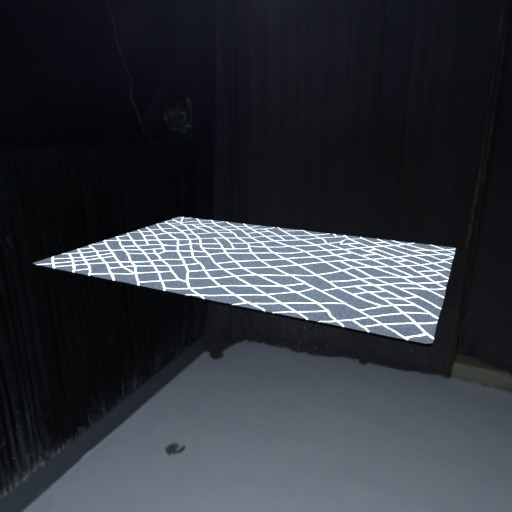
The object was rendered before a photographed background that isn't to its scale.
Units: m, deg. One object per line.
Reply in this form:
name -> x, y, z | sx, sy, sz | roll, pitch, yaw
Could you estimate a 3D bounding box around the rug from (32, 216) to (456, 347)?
rug -> 0.000, 0.000, 2.278 | 1.830, 0.013, 1.223 | 8, 19, 25
